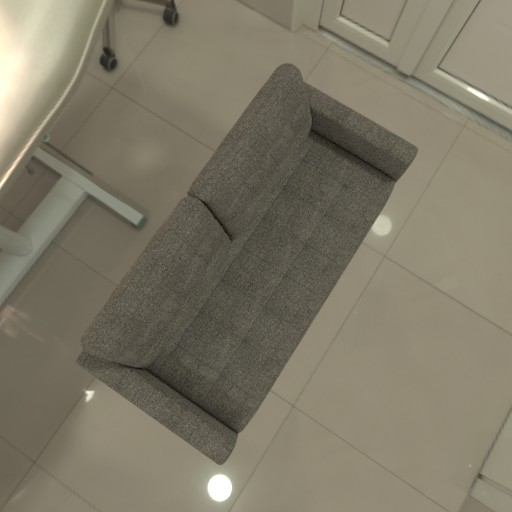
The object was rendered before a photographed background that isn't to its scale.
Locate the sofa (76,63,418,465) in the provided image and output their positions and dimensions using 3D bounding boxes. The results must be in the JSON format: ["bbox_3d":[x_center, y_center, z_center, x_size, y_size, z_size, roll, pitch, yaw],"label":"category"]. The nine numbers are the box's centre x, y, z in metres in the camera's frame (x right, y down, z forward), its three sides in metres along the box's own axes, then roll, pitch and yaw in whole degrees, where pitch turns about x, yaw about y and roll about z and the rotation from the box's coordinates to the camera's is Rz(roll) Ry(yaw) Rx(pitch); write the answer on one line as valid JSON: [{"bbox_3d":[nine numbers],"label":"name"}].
[{"bbox_3d":[0.000,0.000,2.310,0.863,0.902,1.821,33,80,7],"label":"sofa"}]
